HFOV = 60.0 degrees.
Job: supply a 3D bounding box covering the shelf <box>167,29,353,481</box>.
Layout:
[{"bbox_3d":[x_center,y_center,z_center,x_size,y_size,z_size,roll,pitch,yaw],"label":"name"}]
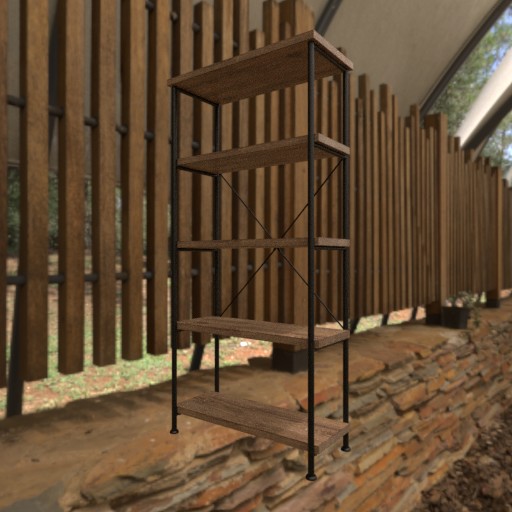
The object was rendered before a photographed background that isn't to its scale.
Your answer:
[{"bbox_3d":[0.000,0.000,2.043,0.800,1.700,0.360,0,0,36],"label":"shelf"}]
